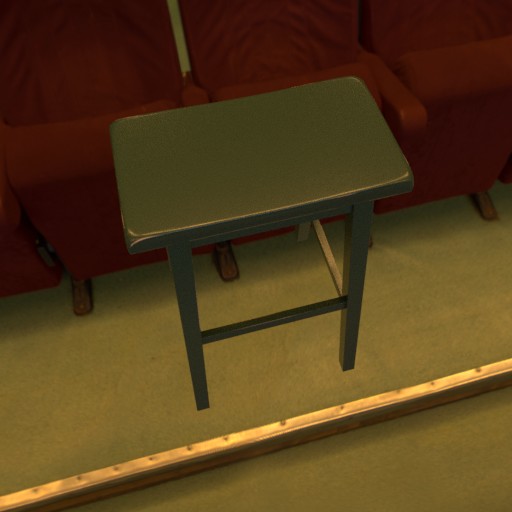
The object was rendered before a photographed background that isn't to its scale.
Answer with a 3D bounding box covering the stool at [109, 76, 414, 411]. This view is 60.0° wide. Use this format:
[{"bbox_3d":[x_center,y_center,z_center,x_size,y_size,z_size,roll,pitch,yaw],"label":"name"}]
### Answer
[{"bbox_3d":[0.000,0.000,1.027,0.457,0.737,0.476,-13,63,-7],"label":"stool"}]
